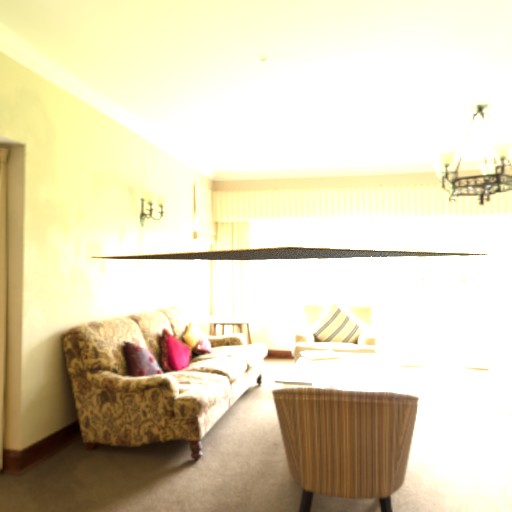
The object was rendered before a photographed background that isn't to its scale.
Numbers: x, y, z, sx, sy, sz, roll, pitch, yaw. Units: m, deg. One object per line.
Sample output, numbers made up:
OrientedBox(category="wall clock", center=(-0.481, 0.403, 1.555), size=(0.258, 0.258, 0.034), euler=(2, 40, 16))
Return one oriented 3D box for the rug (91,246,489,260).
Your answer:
OrientedBox(category="rug", center=(0.000, 0.000, 3.079), size=(1.527, 0.021, 2.447), euler=(1, -2, -37))
